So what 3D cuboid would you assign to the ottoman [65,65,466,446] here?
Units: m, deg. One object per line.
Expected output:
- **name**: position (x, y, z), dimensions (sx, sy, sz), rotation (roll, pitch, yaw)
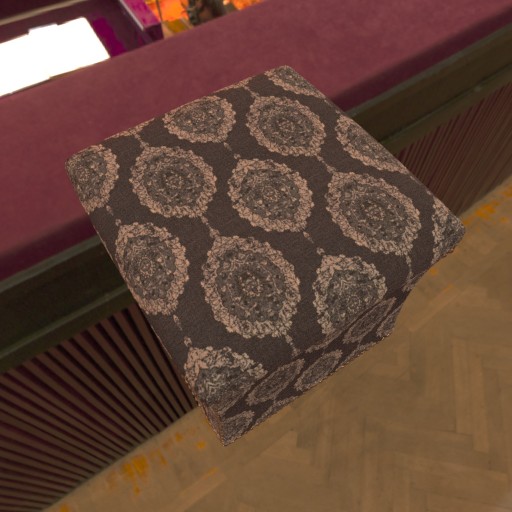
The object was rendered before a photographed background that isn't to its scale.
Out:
- **ottoman**: position (0.000, 0.000, 0.894), dimensions (0.497, 0.475, 0.507), rotation (-29, 63, -17)
